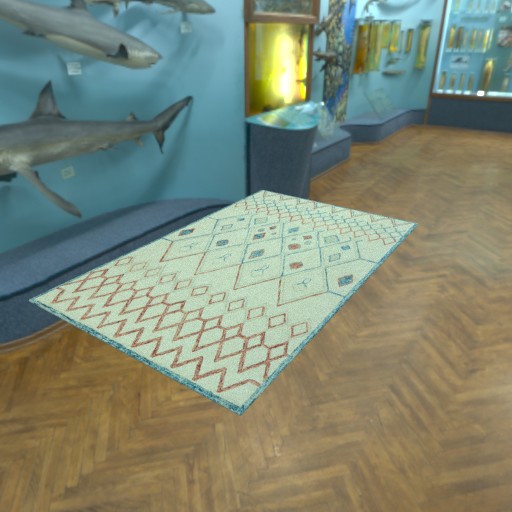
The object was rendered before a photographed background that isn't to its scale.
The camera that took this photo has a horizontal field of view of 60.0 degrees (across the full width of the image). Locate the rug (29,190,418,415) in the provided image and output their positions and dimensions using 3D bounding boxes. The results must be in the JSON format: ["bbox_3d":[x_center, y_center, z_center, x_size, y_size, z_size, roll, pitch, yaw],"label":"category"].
[{"bbox_3d":[0.000,0.000,3.079,1.524,0.015,2.438,17,31,30],"label":"rug"}]
